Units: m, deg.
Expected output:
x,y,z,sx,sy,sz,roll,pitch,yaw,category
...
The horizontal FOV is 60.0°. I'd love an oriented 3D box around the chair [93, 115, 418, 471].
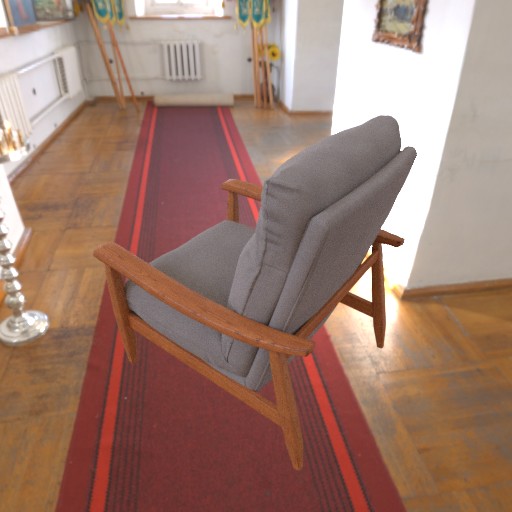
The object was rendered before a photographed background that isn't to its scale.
x,y,z,sx,sy,sz,roll,pitch,yaw,category
0.000,0.000,1.531,0.816,0.922,0.782,21,38,29,chair
